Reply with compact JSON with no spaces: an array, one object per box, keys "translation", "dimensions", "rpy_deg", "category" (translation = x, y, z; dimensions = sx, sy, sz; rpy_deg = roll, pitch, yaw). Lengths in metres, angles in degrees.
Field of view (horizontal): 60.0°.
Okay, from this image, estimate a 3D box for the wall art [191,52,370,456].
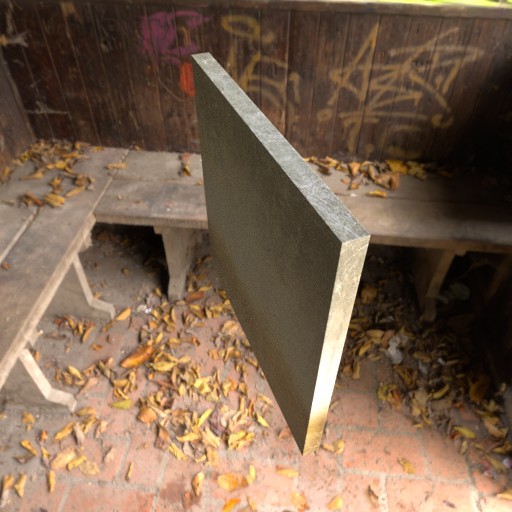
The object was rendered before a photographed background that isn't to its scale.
[{"translation":[0.000,0.000,0.922],"dimensions":[0.038,0.610,0.610],"rpy_deg":[-16,47,-16],"category":"wall art"}]
